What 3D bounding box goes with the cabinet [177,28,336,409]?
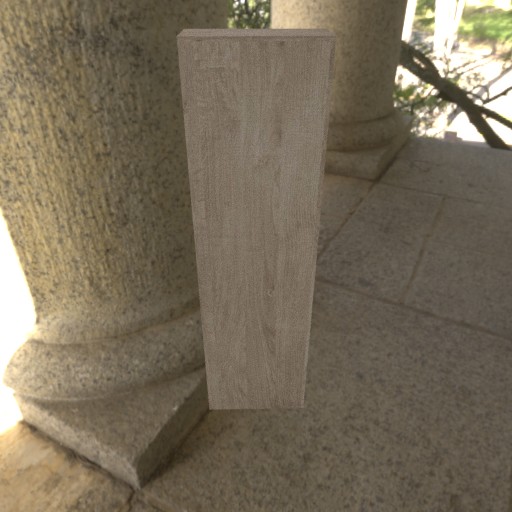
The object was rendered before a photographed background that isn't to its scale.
[{"bbox_3d":[0.000,0.000,1.972,0.500,1.790,0.230,-1,33,-1],"label":"cabinet"}]
